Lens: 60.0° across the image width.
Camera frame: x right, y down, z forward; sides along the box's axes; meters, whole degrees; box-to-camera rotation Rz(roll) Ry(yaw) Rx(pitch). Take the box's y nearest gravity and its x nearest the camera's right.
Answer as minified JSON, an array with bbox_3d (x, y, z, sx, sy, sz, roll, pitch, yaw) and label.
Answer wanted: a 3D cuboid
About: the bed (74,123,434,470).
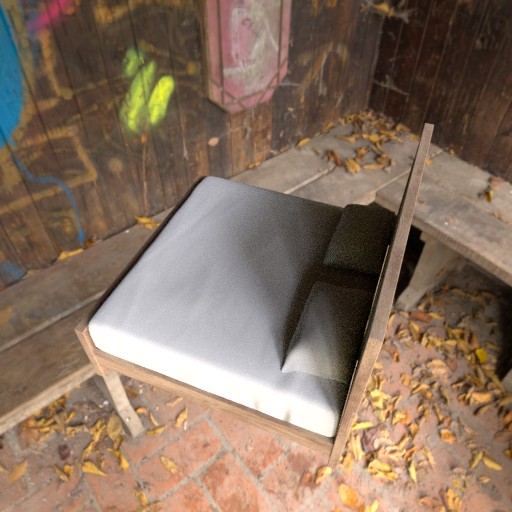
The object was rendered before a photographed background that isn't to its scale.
[{"bbox_3d":[0.000,0.000,3.466,2.032,1.626,2.032,16,48,15],"label":"bed"}]
